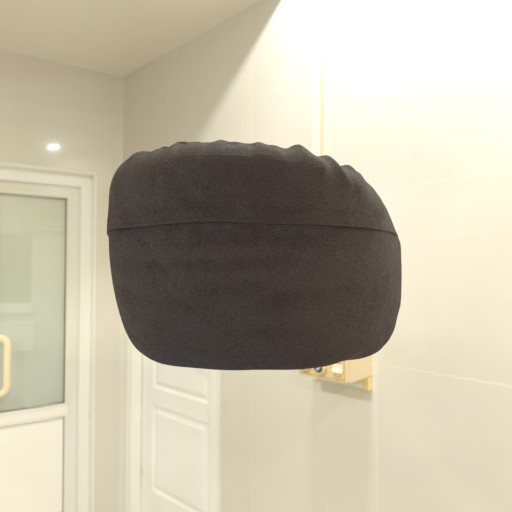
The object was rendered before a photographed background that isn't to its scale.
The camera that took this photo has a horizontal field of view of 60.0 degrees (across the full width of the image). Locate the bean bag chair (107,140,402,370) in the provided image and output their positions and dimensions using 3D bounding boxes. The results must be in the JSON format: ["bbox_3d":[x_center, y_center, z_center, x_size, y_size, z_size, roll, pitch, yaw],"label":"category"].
[{"bbox_3d":[0.000,0.000,2.007,1.245,0.821,1.245,0,-1,0],"label":"bean bag chair"}]
